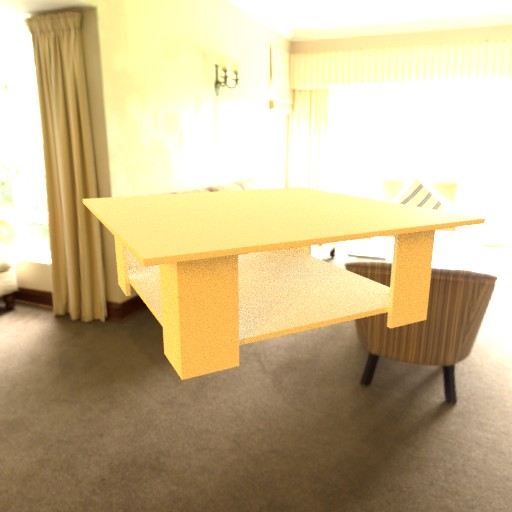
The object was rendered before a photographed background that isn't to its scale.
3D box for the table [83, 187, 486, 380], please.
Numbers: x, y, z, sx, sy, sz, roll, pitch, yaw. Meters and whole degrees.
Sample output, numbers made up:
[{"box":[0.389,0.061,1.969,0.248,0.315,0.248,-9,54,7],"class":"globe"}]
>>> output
[{"box":[0.000,0.000,1.381,0.890,0.305,0.890,-7,16,-26],"class":"table"}]
